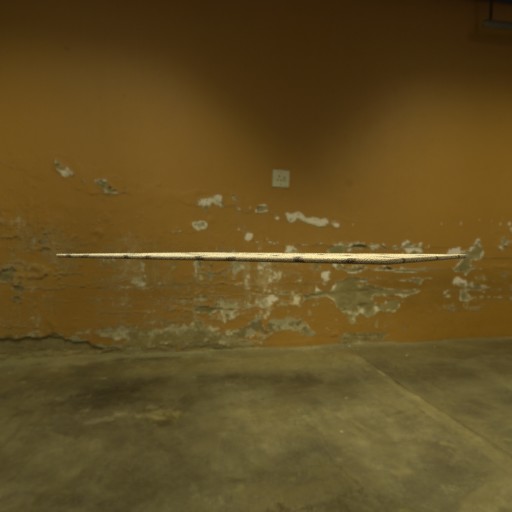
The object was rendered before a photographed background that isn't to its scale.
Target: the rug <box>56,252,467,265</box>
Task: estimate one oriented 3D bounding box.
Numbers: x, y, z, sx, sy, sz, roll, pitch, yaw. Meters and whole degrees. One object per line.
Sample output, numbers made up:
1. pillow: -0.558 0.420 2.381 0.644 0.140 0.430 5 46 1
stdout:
1. rug: 0.000 0.000 2.989 2.348 0.024 1.501 1 1 36
